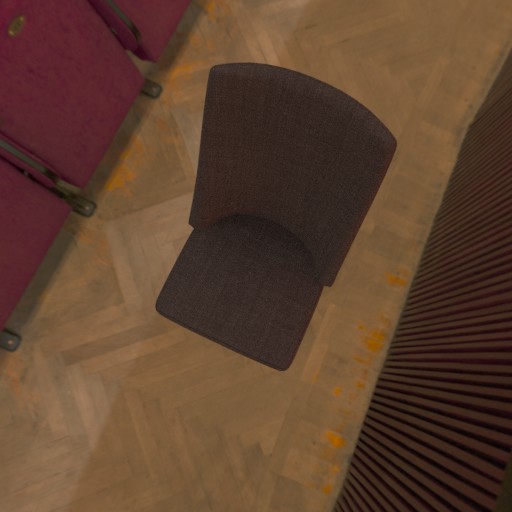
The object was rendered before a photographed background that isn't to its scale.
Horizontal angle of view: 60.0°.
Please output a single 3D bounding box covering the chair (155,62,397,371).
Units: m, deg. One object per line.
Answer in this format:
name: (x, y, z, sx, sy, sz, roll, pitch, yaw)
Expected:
chair: (0.000, 0.000, 1.368, 0.510, 1.050, 0.577, 24, 78, 6)
